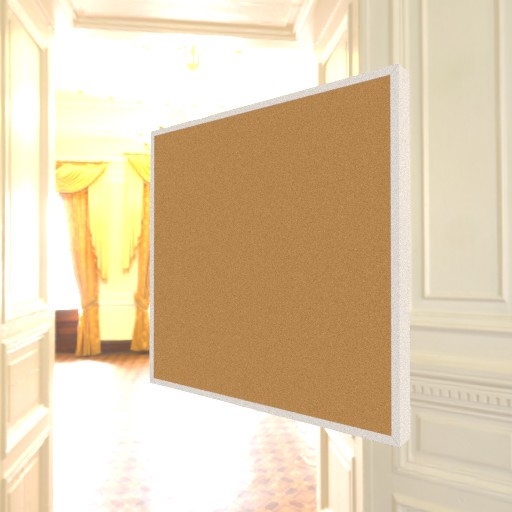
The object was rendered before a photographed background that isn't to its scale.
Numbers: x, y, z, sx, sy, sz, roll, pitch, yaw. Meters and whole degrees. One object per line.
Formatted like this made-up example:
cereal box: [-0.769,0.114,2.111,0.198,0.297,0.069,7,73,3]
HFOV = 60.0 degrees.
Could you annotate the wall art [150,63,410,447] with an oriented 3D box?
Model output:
wall art: [0.000,0.000,0.757,0.509,0.509,0.040,0,-1,37]
